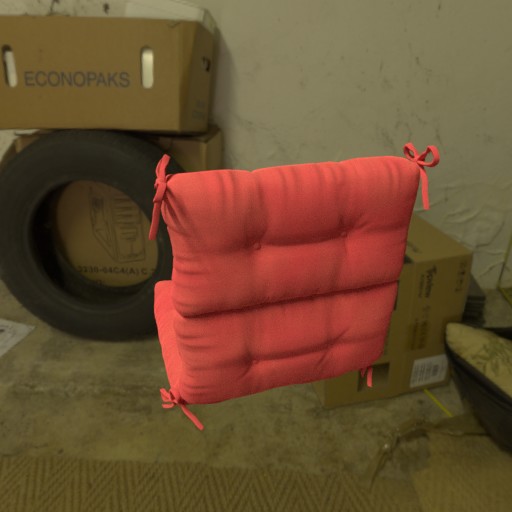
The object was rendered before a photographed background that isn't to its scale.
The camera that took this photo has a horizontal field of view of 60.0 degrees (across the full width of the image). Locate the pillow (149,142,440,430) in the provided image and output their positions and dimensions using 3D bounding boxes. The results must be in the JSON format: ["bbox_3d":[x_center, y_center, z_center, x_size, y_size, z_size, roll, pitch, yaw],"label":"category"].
[{"bbox_3d":[0.000,0.000,1.044,0.519,0.605,0.571,-8,28,-15],"label":"pillow"}]
